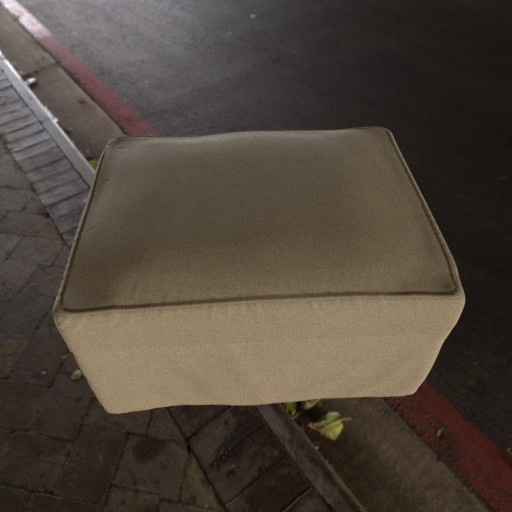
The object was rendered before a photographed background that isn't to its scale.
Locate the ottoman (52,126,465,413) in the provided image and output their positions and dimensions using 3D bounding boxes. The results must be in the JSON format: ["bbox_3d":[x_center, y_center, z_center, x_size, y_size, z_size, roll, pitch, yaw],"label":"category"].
[{"bbox_3d":[0.000,0.000,1.206,0.833,0.485,0.650,-3,47,-2],"label":"ottoman"}]
